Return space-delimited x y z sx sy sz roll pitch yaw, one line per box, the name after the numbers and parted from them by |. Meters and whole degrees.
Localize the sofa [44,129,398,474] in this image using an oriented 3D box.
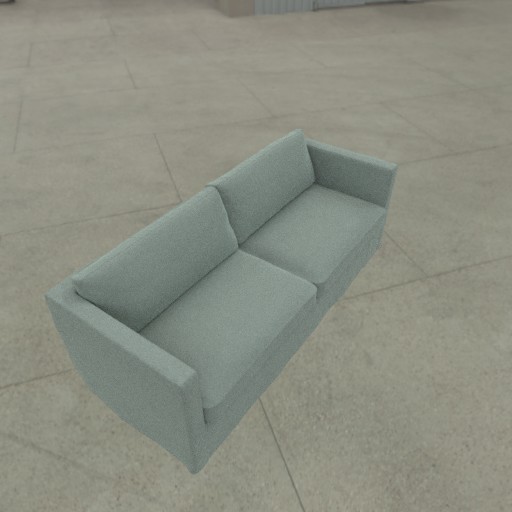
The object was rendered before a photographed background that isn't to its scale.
0.000 0.000 2.849 0.962 0.853 2.312 25 46 27 | sofa
